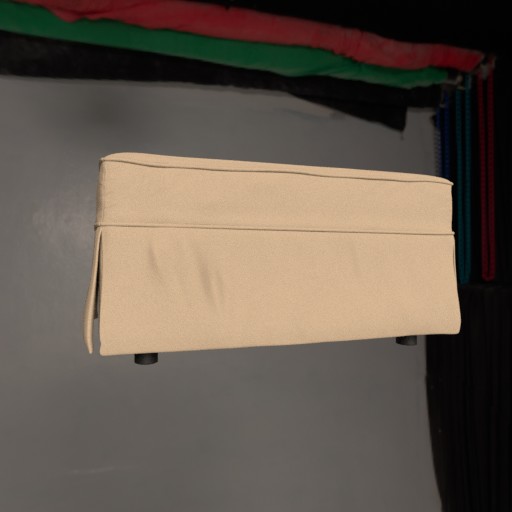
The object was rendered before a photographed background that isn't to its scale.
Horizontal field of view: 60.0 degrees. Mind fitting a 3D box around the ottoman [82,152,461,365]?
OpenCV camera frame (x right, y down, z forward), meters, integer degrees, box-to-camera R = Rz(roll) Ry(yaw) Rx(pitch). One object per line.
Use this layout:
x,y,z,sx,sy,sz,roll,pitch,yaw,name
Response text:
0.000,0.000,1.333,0.959,0.482,0.721,0,-1,-19,ottoman
